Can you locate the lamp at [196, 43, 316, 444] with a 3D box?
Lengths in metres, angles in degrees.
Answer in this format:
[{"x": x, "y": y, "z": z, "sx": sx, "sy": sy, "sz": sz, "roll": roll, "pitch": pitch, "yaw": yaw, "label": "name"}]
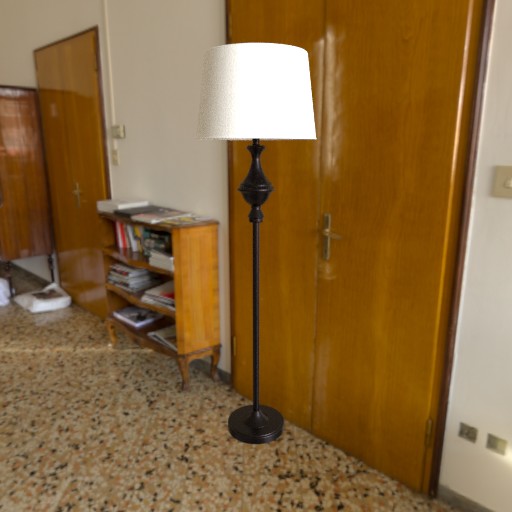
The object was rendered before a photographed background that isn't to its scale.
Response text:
[{"x": 0.000, "y": 0.000, "z": 1.699, "sx": 0.431, "sy": 1.484, "sz": 0.431, "roll": 0, "pitch": 14, "yaw": 0, "label": "lamp"}]
